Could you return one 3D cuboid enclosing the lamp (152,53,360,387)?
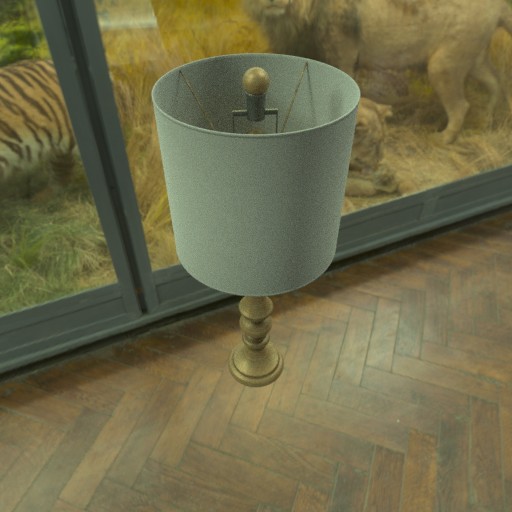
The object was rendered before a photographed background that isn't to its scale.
[{"bbox_3d":[0.000,0.000,0.723,0.250,0.597,0.250,25,48,25],"label":"lamp"}]
